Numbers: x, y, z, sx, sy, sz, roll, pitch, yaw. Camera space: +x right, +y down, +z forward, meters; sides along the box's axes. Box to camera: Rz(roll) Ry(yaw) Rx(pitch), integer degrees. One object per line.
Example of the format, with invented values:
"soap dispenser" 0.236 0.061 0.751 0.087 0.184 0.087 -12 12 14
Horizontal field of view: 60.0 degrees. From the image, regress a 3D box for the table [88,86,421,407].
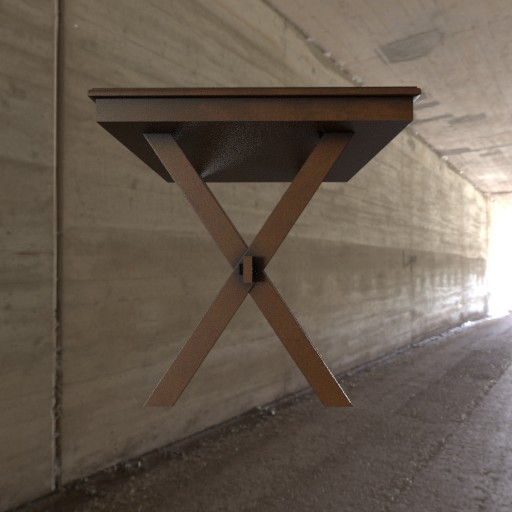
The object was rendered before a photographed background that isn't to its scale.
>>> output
"table" 0.000 0.000 1.041 0.560 0.562 0.602 0 -1 1
